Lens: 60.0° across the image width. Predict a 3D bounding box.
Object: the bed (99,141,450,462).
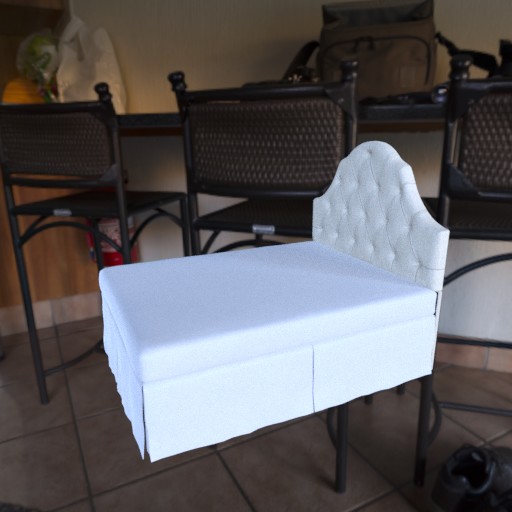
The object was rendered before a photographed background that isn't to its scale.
[{"bbox_3d":[0.000,0.000,3.195,2.092,1.575,1.627,-8,18,-25],"label":"bed"}]
